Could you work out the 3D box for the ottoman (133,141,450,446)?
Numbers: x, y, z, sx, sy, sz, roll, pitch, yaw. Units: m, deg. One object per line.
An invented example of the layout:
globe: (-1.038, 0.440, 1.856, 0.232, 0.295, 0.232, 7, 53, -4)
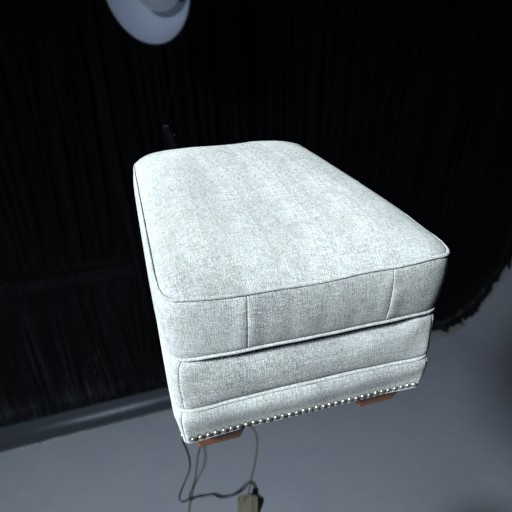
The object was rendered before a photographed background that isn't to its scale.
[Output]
ottoman: (0.000, 0.000, 1.159, 0.561, 0.457, 0.813, -9, 31, -14)
